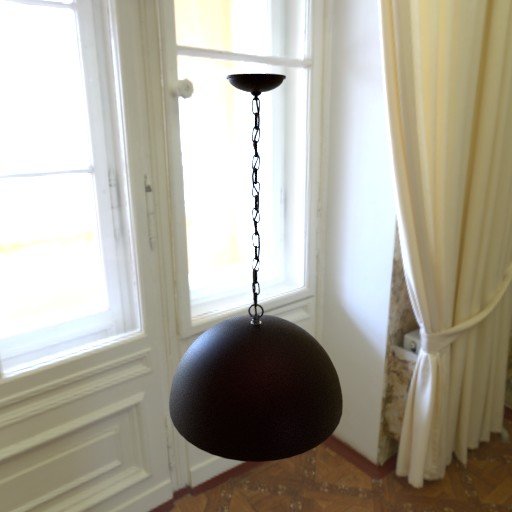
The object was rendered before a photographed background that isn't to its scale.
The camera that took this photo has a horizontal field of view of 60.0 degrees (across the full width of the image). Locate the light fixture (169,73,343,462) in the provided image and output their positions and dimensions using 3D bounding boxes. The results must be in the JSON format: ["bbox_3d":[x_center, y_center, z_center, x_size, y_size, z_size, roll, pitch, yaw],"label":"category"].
[{"bbox_3d":[0.000,0.000,1.153,0.492,0.869,0.492,2,17,8],"label":"light fixture"}]
